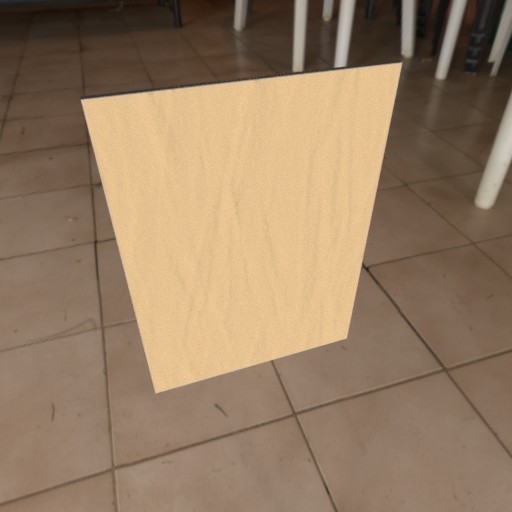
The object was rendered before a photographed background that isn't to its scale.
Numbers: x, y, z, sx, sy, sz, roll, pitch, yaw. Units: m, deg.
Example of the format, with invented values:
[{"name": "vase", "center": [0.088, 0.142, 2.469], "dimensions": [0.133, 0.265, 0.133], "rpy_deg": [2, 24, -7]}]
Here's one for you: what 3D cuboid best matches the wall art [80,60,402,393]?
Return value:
[{"name": "wall art", "center": [0.000, 0.000, 1.425], "dimensions": [0.810, 1.116, 0.016], "rpy_deg": [-13, 41, -15]}]
